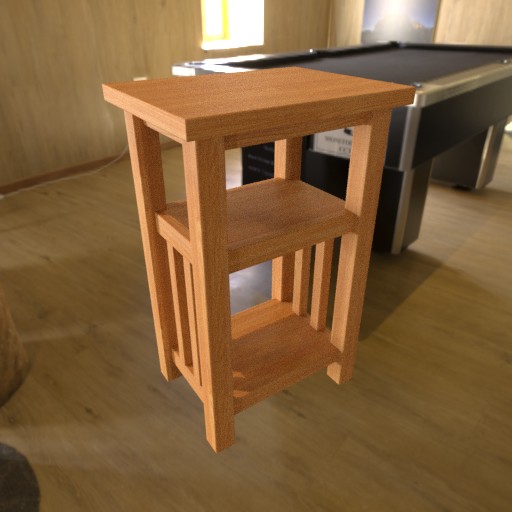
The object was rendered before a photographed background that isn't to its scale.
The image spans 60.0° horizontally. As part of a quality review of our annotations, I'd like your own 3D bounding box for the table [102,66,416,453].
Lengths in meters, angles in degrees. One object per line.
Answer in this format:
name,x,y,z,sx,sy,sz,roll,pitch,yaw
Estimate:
table,0.000,0.000,0.756,0.350,0.550,0.270,-18,35,-29
